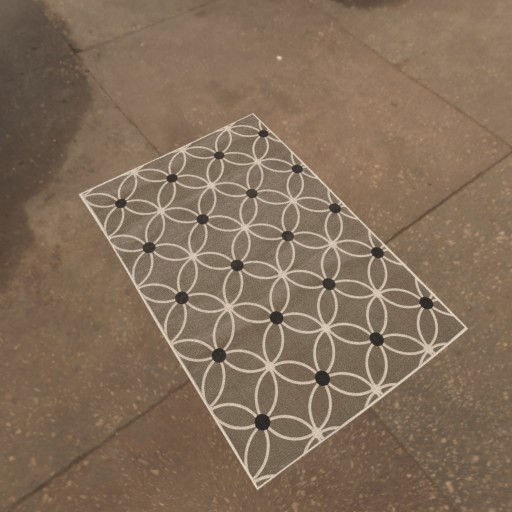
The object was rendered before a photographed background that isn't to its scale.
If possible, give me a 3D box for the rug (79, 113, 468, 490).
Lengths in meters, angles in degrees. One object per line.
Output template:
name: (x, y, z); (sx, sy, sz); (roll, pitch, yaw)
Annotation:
rug: (0.000, 0.000, 2.902); (1.522, 0.008, 2.284); (-30, 63, -17)
